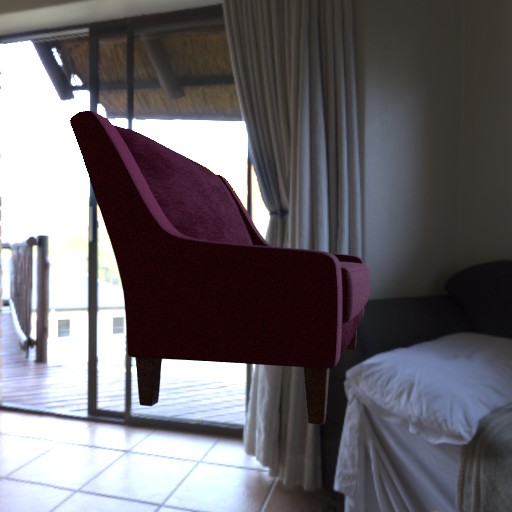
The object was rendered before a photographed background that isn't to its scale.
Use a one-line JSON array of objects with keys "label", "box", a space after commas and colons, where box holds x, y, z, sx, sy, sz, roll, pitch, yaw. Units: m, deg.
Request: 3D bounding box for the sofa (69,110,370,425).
[{"label": "sofa", "box": [0.000, 0.000, 1.928, 0.946, 0.976, 1.242, 0, -1, 17]}]
